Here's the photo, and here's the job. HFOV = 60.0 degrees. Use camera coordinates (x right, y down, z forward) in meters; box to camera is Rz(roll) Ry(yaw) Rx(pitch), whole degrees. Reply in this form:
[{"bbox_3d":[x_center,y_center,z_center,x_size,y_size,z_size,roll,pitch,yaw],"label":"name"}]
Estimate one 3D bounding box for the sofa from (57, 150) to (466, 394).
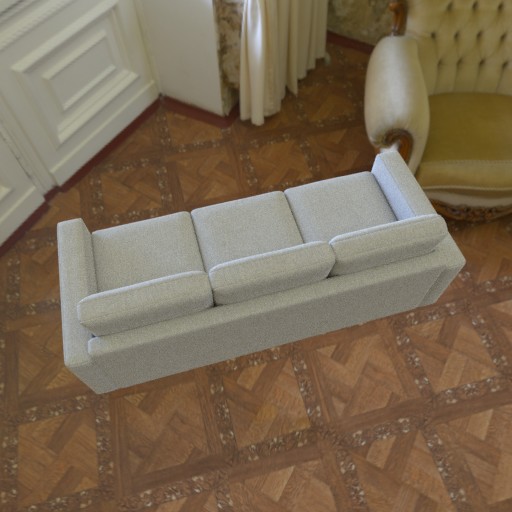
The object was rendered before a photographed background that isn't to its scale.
[{"bbox_3d":[0.000,0.000,2.577,2.120,0.800,0.900,-14,59,-8],"label":"sofa"}]
